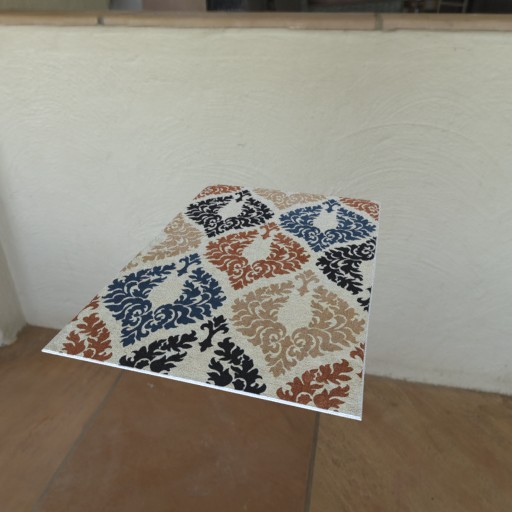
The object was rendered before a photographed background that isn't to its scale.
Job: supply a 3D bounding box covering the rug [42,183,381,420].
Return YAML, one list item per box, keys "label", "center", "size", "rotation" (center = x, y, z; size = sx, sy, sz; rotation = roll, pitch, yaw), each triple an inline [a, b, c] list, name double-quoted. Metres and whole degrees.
- label: "rug"
  center: [0.000, 0.000, 2.895]
  size: [1.514, 0.014, 2.275]
  rotation: [8, 31, 13]
